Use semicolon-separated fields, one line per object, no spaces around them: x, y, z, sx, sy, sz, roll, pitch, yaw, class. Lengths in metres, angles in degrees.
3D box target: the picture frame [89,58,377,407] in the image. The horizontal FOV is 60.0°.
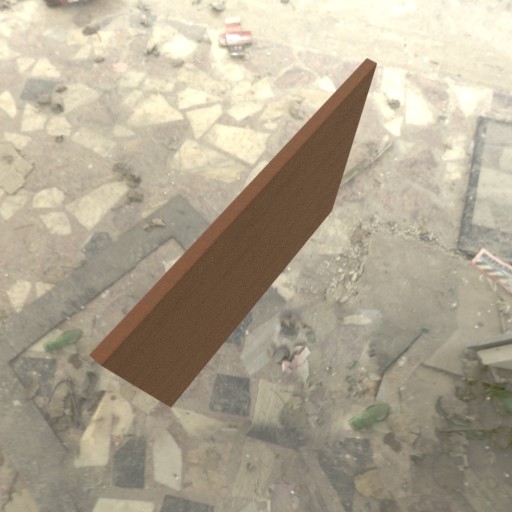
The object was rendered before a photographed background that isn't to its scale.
0.000;0.000;1.804;0.045;1.018;1.329;35;70;15;picture frame
